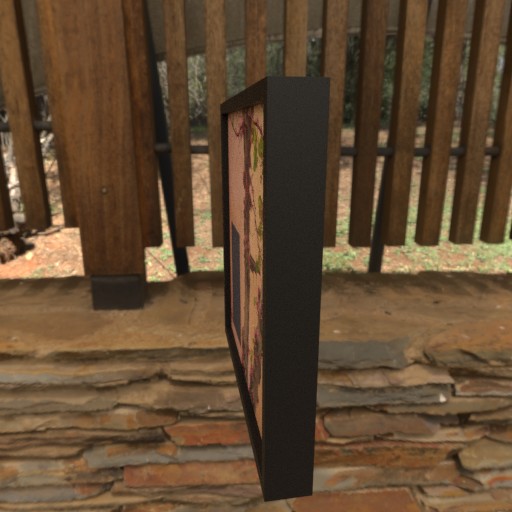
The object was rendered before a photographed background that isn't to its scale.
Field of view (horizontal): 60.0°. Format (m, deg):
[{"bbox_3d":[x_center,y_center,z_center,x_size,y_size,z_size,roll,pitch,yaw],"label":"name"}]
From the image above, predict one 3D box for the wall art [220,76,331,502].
[{"bbox_3d":[0.000,0.000,0.444,0.038,0.304,0.305,-3,16,-9],"label":"wall art"}]
